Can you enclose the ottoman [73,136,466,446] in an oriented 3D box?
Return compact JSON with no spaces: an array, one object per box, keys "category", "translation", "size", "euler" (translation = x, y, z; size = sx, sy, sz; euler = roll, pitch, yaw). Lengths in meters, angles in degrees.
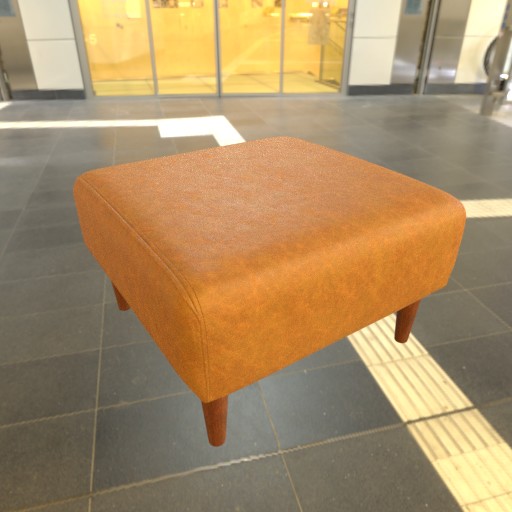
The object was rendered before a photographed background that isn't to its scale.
[{"category":"ottoman","translation":[0.000,0.000,1.049],"size":[0.650,0.399,0.650],"euler":[-18,35,-29]}]
